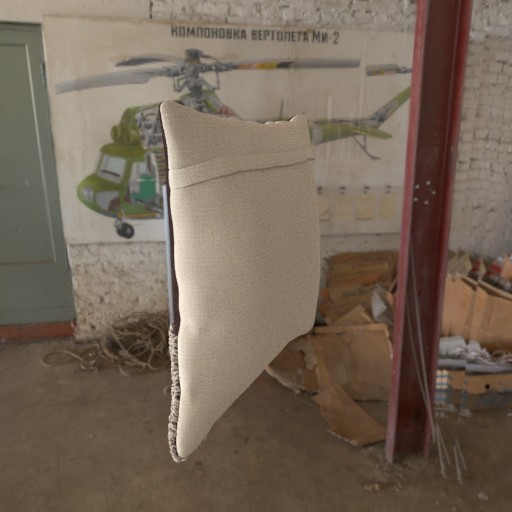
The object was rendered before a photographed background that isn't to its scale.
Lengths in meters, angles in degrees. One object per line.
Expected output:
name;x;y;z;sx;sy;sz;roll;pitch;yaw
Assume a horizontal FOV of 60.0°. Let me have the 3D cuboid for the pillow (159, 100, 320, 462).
pillow;0.000;0.000;0.739;0.178;0.473;0.475;8;17;26
